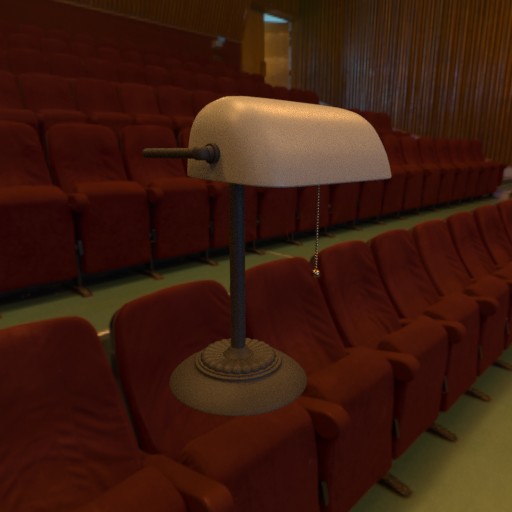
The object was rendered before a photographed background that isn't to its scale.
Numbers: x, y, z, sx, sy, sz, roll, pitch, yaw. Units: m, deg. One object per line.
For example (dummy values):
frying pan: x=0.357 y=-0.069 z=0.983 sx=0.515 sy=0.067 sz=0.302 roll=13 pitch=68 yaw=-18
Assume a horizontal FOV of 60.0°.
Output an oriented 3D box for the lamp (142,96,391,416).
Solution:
lamp: x=0.000 y=0.000 z=0.524 sx=0.243 sy=0.339 sz=0.264 roll=12 pitch=18 yaw=43
